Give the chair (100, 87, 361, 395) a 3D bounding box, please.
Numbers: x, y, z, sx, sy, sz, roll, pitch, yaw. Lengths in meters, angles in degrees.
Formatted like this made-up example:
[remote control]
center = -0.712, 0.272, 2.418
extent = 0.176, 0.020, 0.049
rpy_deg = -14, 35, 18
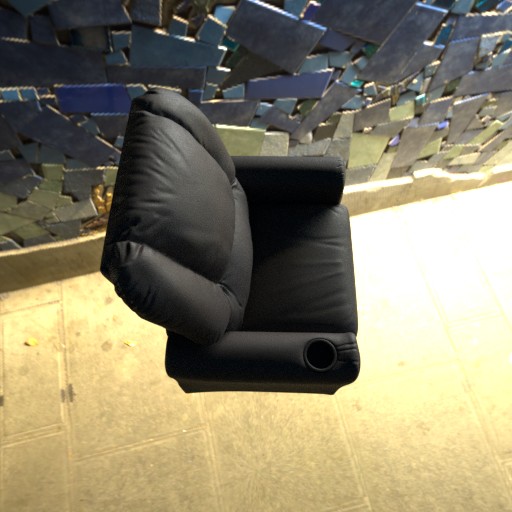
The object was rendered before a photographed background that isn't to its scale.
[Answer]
[chair]
center = 0.000, 0.000, 1.103
extent = 0.521, 0.709, 0.610
rpy_deg = 1, 64, 1
